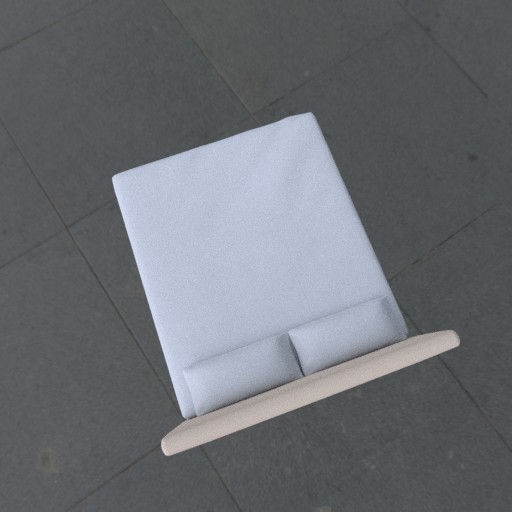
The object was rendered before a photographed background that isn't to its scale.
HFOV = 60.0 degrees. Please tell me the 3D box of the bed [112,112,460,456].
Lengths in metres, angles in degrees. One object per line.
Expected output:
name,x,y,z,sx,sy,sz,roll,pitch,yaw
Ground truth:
bed,0.000,0.000,3.362,1.884,1.330,2.142,-19,77,-5
